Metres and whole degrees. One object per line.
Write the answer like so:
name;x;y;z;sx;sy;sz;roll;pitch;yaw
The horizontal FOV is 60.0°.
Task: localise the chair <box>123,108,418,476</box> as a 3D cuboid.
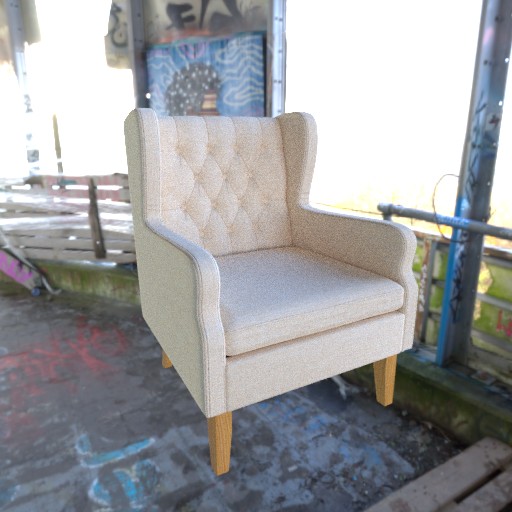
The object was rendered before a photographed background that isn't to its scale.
chair;0.000;0.000;1.467;0.710;0.930;0.760;-9;19;-29
